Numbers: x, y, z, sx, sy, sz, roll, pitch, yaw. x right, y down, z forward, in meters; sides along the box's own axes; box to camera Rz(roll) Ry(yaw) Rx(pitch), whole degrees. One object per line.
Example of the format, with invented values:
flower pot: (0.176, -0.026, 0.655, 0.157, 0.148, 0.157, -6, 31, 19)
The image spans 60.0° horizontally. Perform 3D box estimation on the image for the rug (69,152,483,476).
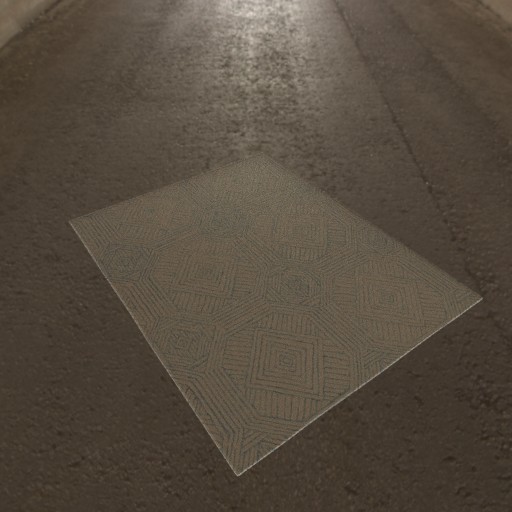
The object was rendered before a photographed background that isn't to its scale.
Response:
rug: (0.000, 0.000, 4.068, 2.457, 0.015, 3.049, -25, 48, -26)
